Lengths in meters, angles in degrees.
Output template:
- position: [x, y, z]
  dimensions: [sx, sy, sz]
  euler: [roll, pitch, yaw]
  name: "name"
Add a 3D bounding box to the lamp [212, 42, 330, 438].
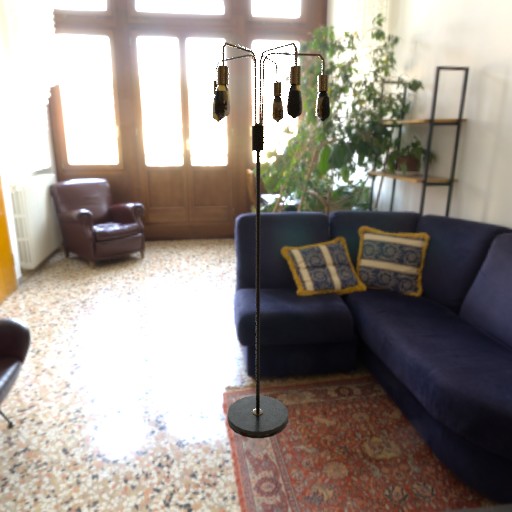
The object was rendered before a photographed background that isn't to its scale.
- position: [0.000, 0.000, 2.031]
  dimensions: [0.572, 1.721, 0.599]
  euler: [-15, 21, -43]
  name: "lamp"
